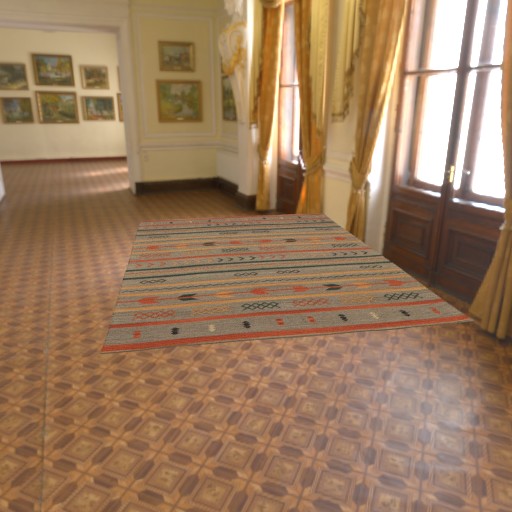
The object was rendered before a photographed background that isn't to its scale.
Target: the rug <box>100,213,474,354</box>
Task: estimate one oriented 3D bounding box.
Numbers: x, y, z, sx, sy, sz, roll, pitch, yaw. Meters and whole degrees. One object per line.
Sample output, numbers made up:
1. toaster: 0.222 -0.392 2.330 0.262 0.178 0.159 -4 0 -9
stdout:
1. rug: 0.000 0.000 4.005 2.263 0.022 3.029 -3 19 -9
